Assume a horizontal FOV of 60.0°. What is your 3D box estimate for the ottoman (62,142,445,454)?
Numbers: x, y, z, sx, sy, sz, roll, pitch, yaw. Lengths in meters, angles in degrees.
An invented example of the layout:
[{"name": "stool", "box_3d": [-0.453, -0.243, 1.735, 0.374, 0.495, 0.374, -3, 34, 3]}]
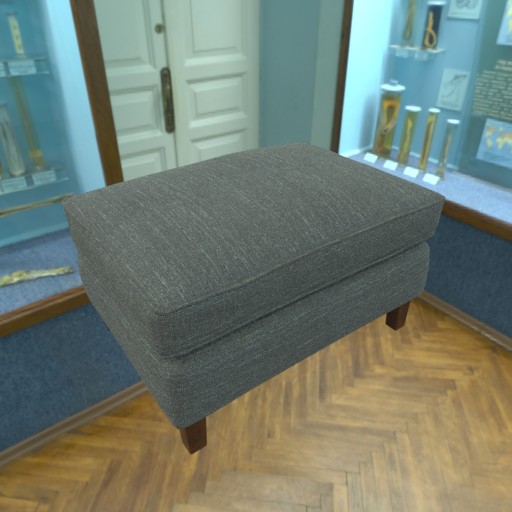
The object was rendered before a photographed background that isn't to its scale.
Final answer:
[{"name": "ottoman", "box_3d": [0.000, 0.000, 1.002, 0.686, 0.406, 0.508, -21, 38, -30]}]
